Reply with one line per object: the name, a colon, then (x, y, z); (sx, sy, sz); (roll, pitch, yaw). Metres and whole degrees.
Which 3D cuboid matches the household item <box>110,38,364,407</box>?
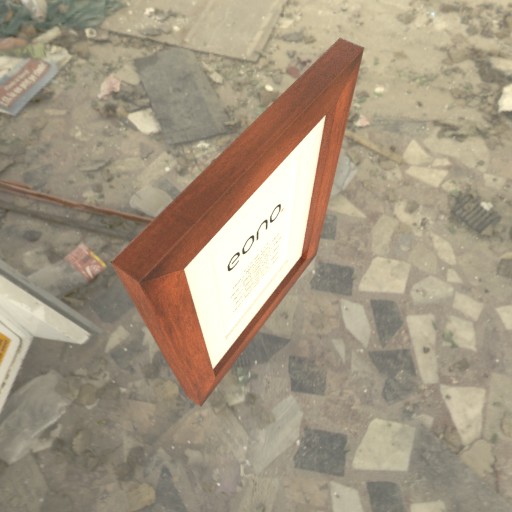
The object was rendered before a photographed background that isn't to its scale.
household item: (0.000, 0.000, 0.342); (0.020, 0.250, 0.200); (32, 64, 17)
